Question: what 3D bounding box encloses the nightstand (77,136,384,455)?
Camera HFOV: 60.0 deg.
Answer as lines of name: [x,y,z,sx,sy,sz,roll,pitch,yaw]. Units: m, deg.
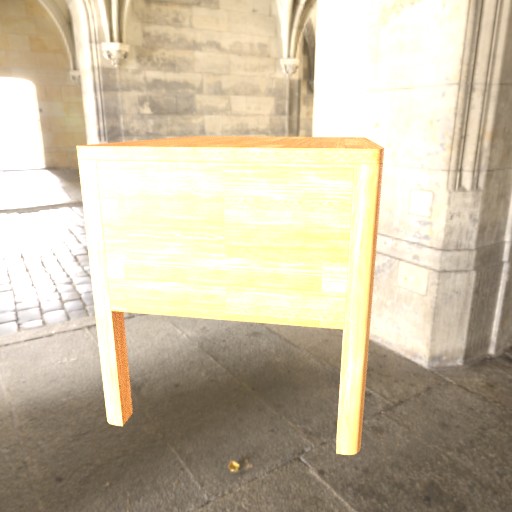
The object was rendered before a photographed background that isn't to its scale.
nightstand: [0.000,0.000,0.931,0.440,0.470,0.560,3,17,10]
